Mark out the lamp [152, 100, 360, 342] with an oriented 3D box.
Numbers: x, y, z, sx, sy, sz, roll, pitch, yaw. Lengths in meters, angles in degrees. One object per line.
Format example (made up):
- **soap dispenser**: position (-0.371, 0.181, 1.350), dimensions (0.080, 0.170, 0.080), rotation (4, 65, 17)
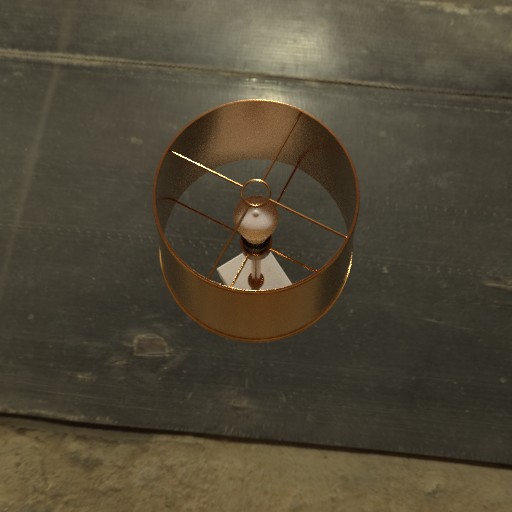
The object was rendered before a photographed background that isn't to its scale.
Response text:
- **lamp**: position (0.000, 0.000, 0.529), dimensions (0.208, 0.406, 0.208), rotation (0, 76, 0)
